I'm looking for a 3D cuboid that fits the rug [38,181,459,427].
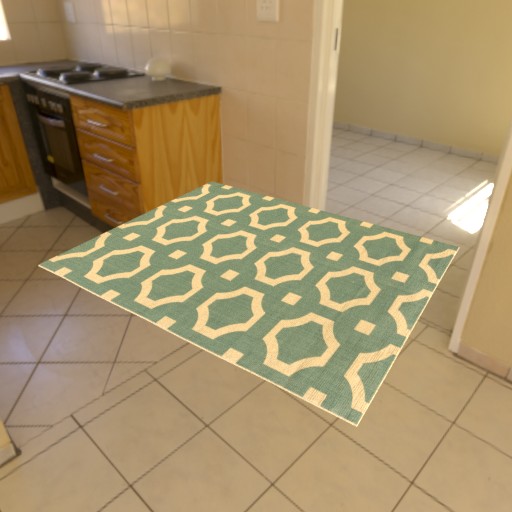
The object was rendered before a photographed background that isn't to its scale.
[{"bbox_3d":[0.000,0.000,4.111,3.049,0.021,2.466,19,36,29],"label":"rug"}]
